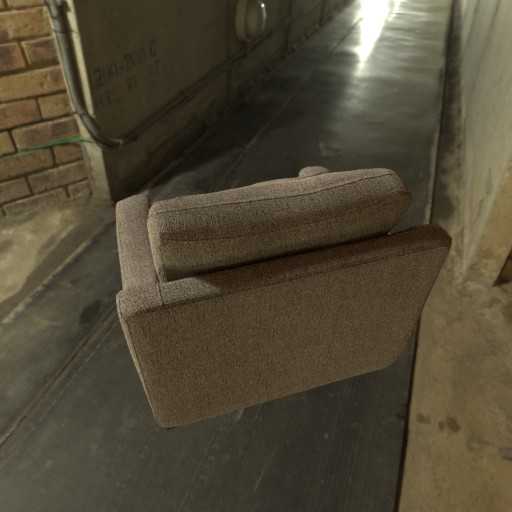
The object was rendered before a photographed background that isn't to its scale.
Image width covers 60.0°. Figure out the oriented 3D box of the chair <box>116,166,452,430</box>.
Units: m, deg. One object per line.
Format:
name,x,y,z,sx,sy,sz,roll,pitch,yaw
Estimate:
chair,0.000,0.000,1.952,1.138,1.037,1.009,-12,42,-13
